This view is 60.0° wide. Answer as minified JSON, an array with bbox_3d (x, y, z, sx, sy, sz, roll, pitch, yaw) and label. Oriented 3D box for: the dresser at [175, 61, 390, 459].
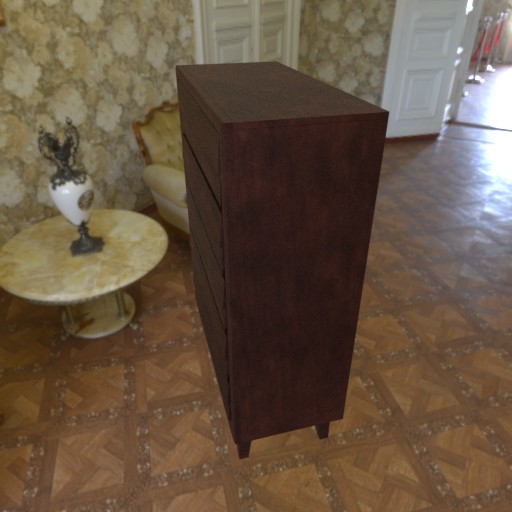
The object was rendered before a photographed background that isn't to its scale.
[{"bbox_3d":[0.000,0.000,2.053,0.506,1.514,1.072,-8,32,-13],"label":"dresser"}]
